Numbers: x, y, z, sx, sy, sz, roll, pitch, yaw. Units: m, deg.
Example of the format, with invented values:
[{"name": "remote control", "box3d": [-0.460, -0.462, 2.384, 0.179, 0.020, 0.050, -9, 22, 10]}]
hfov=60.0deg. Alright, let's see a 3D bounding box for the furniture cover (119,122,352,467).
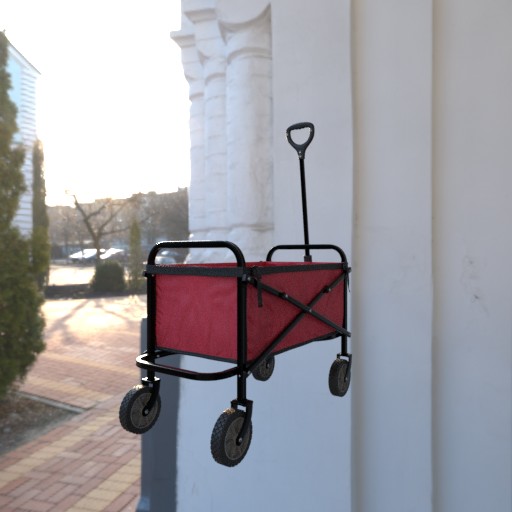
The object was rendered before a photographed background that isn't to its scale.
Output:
[{"name": "furniture cover", "box3d": [0.000, 0.000, 1.863, 0.532, 1.295, 1.038, 0, 1, 35]}]
